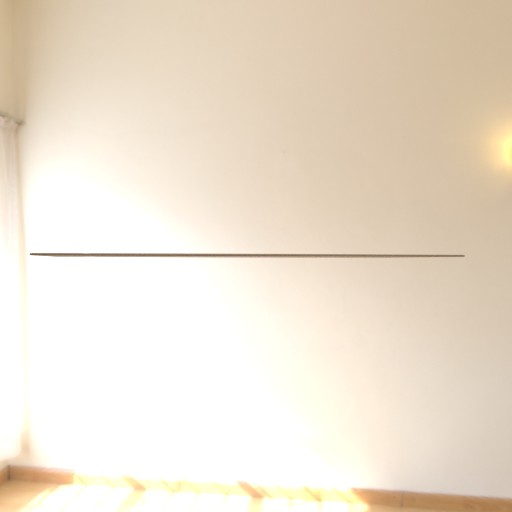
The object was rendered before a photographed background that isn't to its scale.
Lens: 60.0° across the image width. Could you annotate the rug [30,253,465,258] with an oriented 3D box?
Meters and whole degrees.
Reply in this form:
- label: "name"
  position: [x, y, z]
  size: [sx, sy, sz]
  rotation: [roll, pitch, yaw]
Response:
- label: "rug"
  position: [0.000, 0.000, 2.745]
  size: [2.388, 0.012, 0.864]
  rotation: [0, -1, -17]
